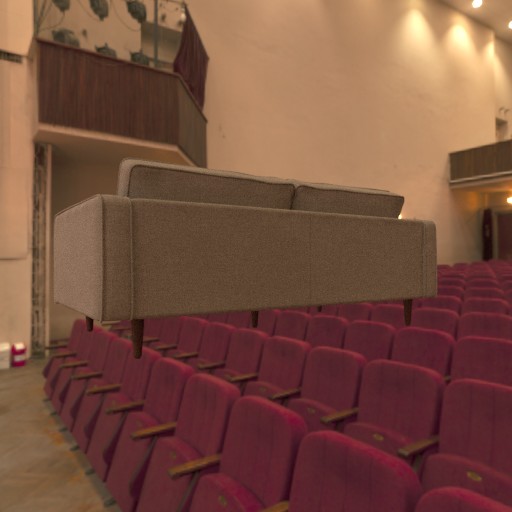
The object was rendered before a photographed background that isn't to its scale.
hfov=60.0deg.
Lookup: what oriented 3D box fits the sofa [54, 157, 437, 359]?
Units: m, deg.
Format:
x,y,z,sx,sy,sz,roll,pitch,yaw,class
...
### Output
x,y,z,sx,sy,sz,roll,pitch,yaw,class
0.000,0.000,2.355,1.879,0.762,0.914,0,-1,-33,sofa
